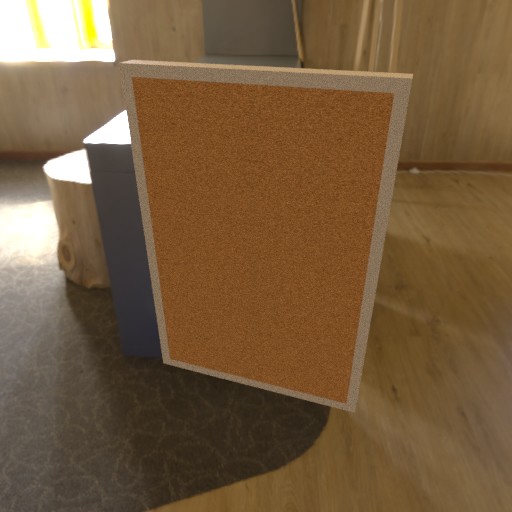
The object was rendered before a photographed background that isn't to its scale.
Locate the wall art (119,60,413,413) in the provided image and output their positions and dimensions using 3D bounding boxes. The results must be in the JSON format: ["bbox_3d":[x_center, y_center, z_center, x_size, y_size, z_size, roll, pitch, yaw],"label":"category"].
[{"bbox_3d":[0.000,0.000,0.833,0.450,0.657,0.038,10,32,16],"label":"wall art"}]
